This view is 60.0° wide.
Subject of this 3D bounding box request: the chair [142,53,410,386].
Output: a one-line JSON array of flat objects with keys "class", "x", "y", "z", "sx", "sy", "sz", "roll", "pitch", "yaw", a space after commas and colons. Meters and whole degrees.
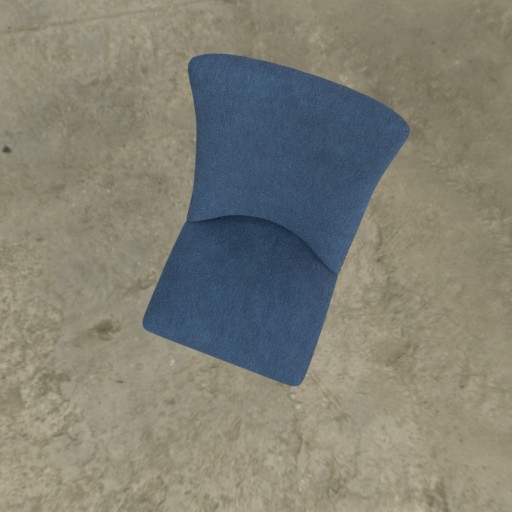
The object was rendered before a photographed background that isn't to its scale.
[{"class": "chair", "x": 0.000, "y": 0.000, "z": 1.268, "sx": 0.495, "sy": 0.902, "sz": 0.610, "roll": 20, "pitch": 77, "yaw": 5}]
